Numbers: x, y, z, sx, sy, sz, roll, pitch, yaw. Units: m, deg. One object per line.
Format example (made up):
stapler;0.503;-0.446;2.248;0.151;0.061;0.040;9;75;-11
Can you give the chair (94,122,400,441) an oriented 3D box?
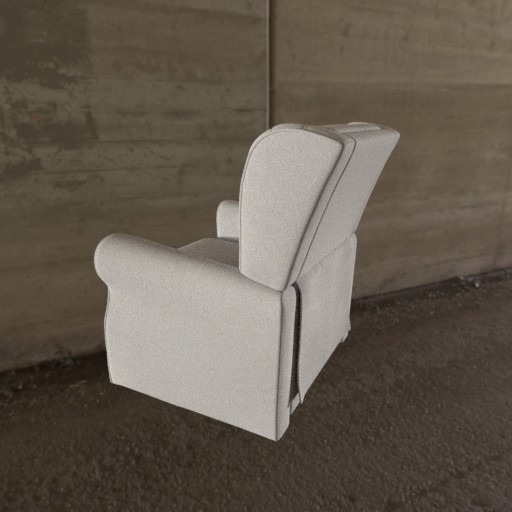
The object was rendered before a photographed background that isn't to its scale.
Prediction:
chair;0.000;0.000;1.672;0.854;0.967;0.906;8;19;25
